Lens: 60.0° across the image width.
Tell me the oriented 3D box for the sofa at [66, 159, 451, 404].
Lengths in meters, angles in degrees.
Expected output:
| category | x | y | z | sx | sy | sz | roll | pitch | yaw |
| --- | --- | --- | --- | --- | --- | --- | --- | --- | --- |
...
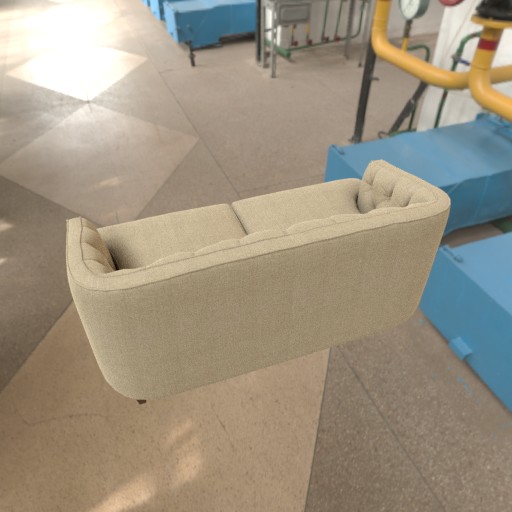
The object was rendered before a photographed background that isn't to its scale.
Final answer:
| category | x | y | z | sx | sy | sz | roll | pitch | yaw |
| --- | --- | --- | --- | --- | --- | --- | --- | --- | --- |
| sofa | 0.000 | 0.000 | 2.290 | 1.733 | 0.855 | 0.941 | -13 | 42 | -15 |
